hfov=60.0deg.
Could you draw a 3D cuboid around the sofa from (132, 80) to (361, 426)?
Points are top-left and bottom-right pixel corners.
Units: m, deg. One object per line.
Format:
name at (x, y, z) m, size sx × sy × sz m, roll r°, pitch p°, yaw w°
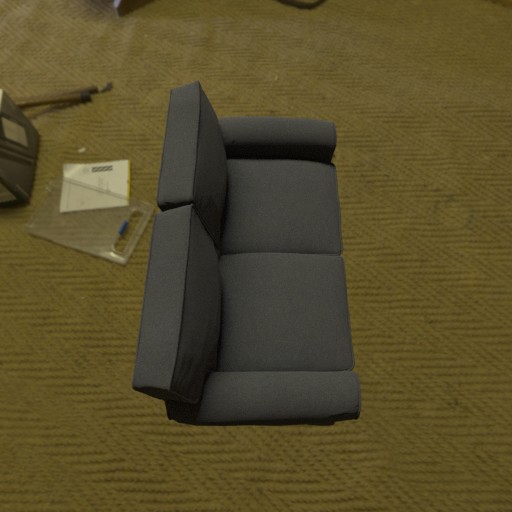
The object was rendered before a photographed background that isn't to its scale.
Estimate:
sofa at (0.000, 0.000, 2.470) m, size 0.997 × 1.059 × 1.801 m, roll 0°, pitch 63°, yaw 0°
